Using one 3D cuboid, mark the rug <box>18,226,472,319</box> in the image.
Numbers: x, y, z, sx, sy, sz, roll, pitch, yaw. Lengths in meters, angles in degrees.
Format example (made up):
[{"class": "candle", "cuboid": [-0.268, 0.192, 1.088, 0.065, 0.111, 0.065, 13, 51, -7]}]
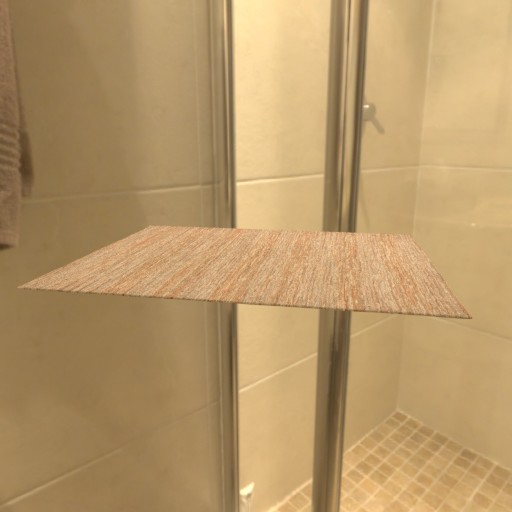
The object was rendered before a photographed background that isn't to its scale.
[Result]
[{"class": "rug", "cuboid": [0.000, 0.000, 3.864, 2.939, 0.009, 2.313, 3, 15, 10]}]
